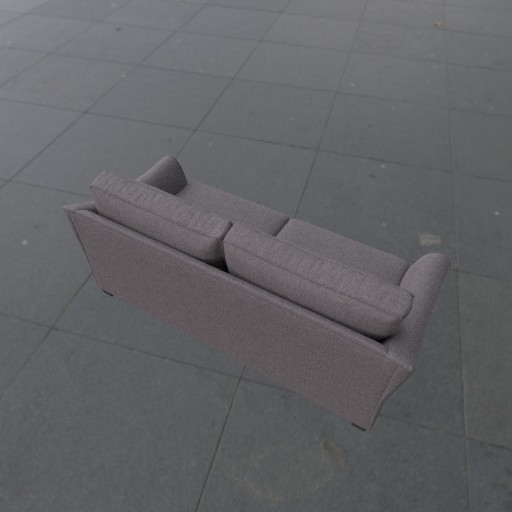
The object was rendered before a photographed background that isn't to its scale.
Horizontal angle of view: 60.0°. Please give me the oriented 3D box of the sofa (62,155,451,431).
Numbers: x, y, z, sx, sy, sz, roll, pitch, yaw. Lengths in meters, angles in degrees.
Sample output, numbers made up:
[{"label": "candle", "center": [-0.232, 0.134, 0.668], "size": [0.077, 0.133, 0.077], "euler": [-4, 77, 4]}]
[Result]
[{"label": "sofa", "center": [0.000, 0.000, 2.830], "size": [2.203, 0.976, 1.013], "euler": [23, 50, 21]}]
